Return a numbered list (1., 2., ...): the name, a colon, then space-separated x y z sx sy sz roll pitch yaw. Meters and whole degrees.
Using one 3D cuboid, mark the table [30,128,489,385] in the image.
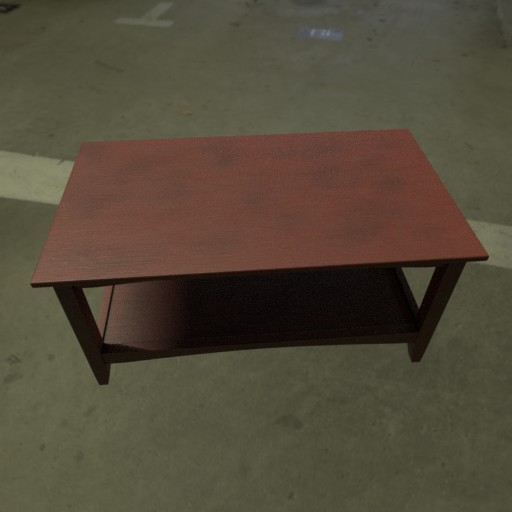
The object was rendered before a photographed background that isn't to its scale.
1. table: 0.000 0.000 1.251 0.943 0.456 0.533 -3 45 -3
